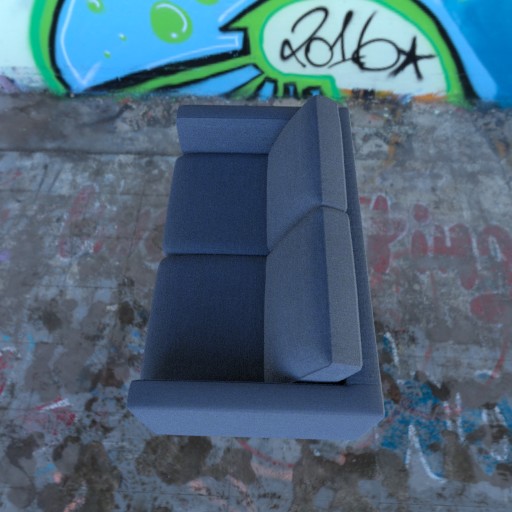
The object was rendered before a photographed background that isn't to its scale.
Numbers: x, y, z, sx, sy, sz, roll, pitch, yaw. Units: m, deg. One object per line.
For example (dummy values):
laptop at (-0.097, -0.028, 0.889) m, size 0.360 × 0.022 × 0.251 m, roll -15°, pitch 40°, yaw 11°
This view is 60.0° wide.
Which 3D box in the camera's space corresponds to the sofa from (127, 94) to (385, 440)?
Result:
sofa at (0.000, 0.000, 2.274) m, size 0.999 × 0.907 × 1.659 m, roll 1°, pitch 59°, yaw 1°
